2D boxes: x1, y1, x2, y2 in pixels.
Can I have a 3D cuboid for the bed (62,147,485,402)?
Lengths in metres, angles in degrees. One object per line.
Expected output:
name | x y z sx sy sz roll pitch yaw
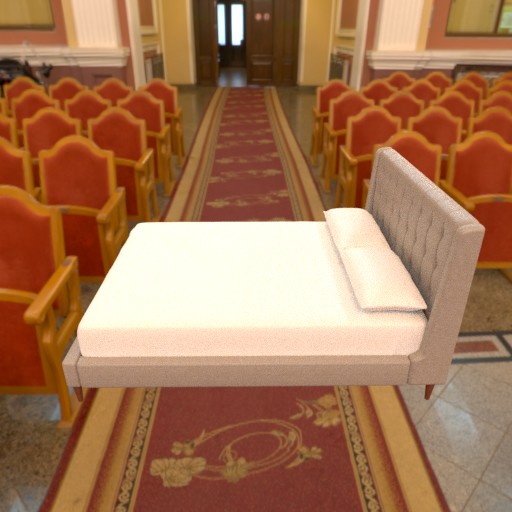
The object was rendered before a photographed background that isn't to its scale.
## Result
bed | 0.000 0.000 3.128 2.232 1.147 1.656 0 27 -1
